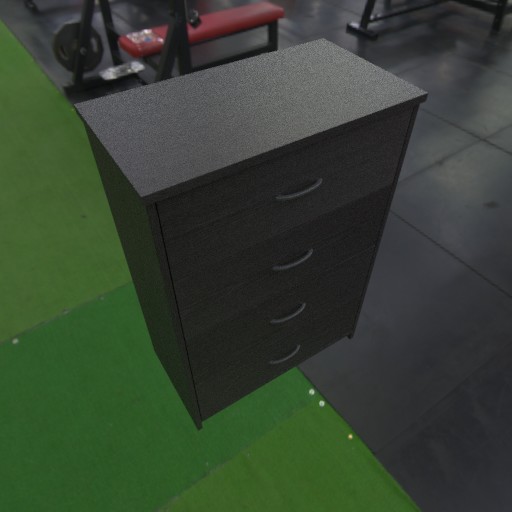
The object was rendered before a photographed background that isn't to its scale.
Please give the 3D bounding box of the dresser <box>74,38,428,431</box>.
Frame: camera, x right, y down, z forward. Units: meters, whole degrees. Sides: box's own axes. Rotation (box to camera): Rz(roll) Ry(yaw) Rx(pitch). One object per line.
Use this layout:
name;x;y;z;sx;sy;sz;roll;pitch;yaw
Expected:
dresser;0.000;0.000;1.366;0.704;1.020;0.399;-25;51;-22
